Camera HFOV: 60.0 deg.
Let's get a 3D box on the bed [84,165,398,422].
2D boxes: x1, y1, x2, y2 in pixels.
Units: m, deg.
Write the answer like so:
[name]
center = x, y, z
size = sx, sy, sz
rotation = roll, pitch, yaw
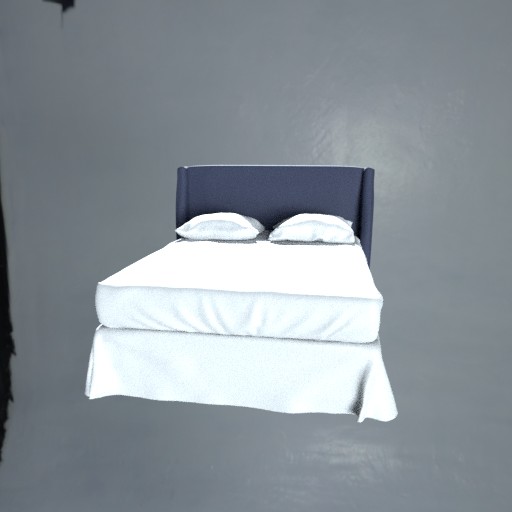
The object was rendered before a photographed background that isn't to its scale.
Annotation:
[bed]
center = 0.000, 0.000, 3.433
size = 1.925, 1.332, 2.276
rotation = 2, 13, 9
